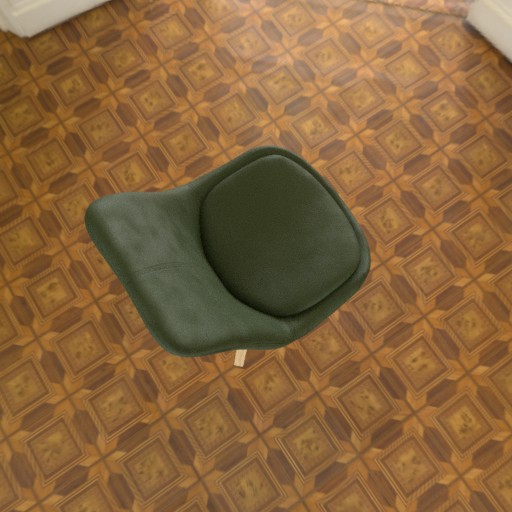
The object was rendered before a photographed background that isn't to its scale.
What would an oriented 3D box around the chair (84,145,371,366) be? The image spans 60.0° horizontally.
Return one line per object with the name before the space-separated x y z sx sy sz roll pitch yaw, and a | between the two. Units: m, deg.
chair | 0.000 0.000 1.177 0.547 0.865 0.483 -34 78 -8
